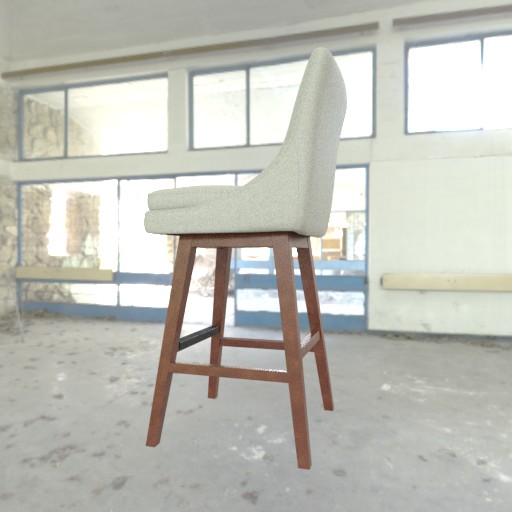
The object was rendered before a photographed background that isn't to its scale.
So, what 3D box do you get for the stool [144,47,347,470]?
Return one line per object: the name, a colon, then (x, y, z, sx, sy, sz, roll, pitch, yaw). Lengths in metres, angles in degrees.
stool: (0.000, 0.000, 1.418, 0.559, 1.092, 0.470, 0, 0, 17)
